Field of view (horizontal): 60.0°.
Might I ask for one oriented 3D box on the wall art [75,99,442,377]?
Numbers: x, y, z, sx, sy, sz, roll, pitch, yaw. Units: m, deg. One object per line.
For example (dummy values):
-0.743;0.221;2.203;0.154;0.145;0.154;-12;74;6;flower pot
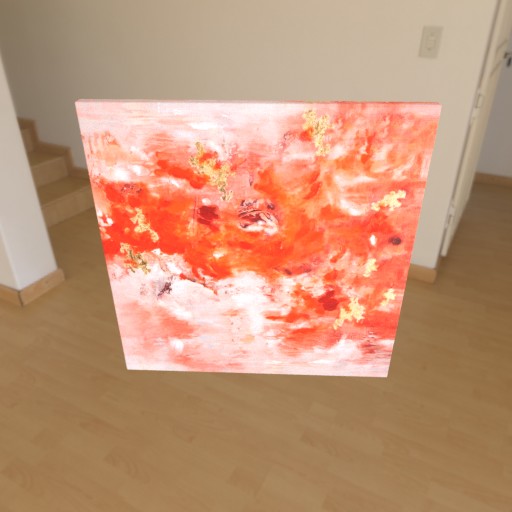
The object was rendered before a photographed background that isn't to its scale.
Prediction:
0.000;0.000;1.302;0.878;0.878;0.066;1;30;2;wall art
